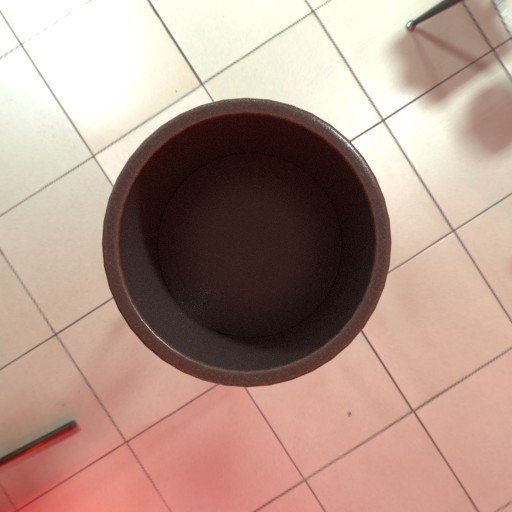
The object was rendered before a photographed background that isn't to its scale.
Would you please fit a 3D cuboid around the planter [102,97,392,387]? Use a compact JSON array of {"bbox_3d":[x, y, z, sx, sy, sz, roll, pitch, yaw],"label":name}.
[{"bbox_3d":[0.000,0.000,0.529,0.250,0.353,0.260,0,91,0],"label":"planter"}]
